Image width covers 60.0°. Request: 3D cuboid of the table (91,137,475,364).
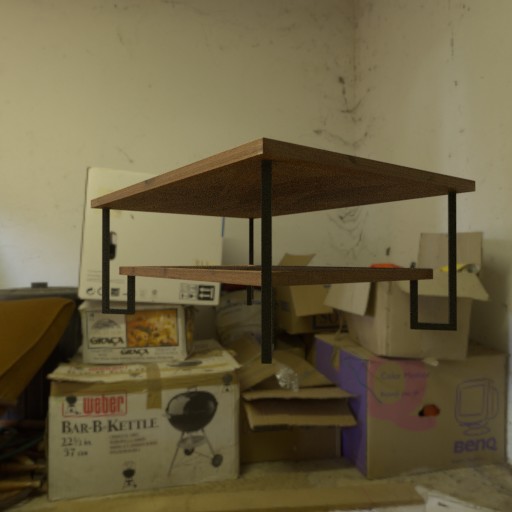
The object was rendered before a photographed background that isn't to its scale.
[{"bbox_3d":[0.000,0.000,1.687,0.877,0.492,1.238,0,-1,-36],"label":"table"}]
